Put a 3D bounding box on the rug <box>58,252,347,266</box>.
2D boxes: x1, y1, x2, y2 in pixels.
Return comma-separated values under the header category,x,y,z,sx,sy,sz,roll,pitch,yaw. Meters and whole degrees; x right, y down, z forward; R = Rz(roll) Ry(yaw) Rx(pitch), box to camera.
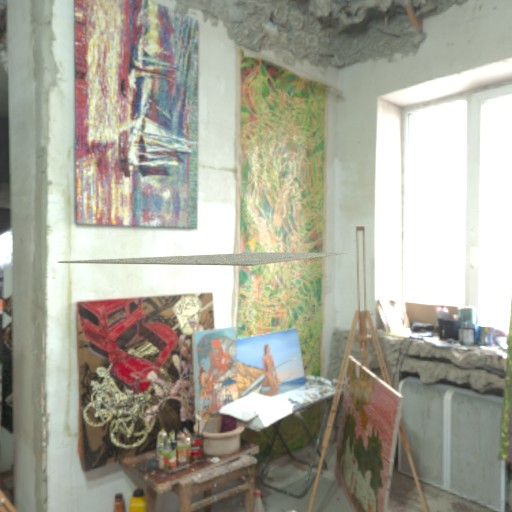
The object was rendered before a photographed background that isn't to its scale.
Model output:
category,x,y,z,sx,sy,sz,roll,pitch,yaw
rug,0.000,0.000,2.710,0.806,0.006,2.431,0,1,19
